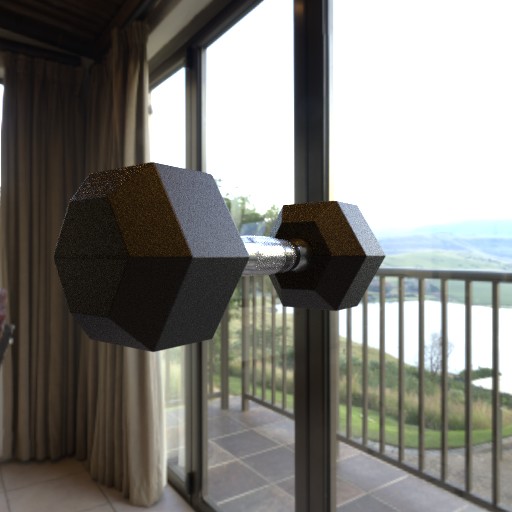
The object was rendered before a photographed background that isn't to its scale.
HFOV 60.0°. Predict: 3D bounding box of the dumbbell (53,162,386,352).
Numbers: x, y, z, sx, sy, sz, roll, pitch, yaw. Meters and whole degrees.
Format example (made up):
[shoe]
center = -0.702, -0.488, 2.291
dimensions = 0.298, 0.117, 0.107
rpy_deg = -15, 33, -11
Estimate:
[dumbbell]
center = 0.000, 0.000, 0.324
dimensions = 0.106, 0.092, 0.272
rpy_deg = 0, 0, 37
